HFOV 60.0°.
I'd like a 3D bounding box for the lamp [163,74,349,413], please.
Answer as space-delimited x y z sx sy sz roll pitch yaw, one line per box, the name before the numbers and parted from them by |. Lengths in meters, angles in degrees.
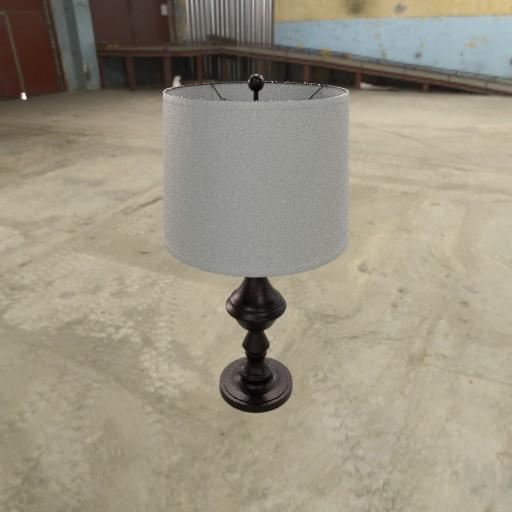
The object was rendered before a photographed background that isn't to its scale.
lamp | 0.000 0.000 0.954 0.383 0.726 0.383 0 26 0
